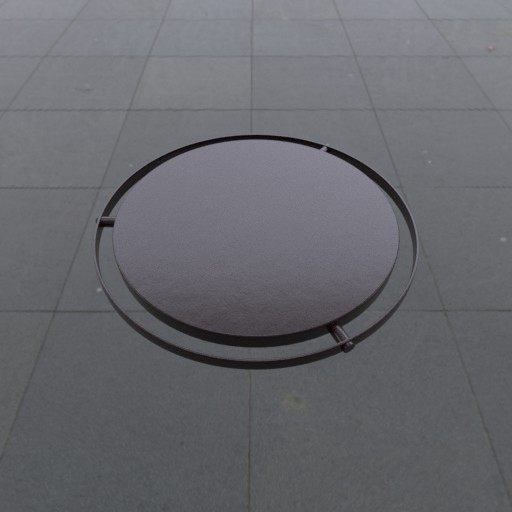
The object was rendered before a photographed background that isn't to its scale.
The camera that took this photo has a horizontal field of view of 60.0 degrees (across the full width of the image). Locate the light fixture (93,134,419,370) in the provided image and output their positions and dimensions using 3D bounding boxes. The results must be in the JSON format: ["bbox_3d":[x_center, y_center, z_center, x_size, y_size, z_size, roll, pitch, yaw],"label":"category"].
[{"bbox_3d":[0.000,0.000,0.548,0.361,0.130,0.361,0,47,0],"label":"light fixture"}]
